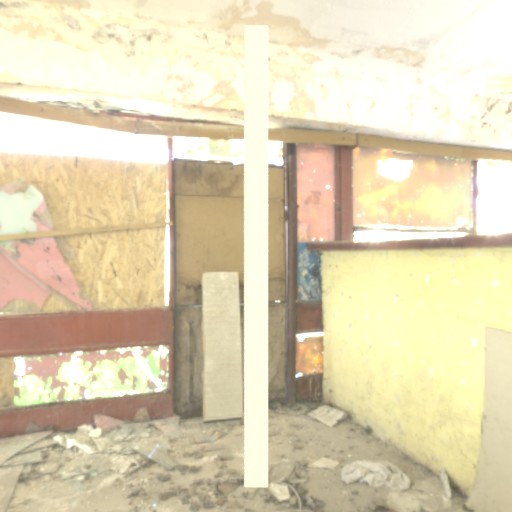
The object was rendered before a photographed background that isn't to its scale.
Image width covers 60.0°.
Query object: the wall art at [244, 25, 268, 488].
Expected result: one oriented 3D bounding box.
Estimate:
[{"bbox_3d":[0.000,0.000,1.110,0.050,0.762,0.761,0,0,1],"label":"wall art"}]
